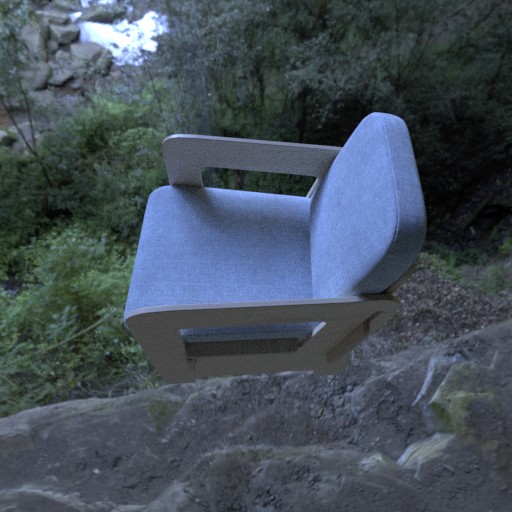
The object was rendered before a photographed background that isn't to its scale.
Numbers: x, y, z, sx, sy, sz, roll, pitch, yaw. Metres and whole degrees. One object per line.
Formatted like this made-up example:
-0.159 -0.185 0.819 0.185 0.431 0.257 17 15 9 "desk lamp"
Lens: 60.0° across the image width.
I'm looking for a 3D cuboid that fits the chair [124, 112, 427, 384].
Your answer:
0.000 0.000 1.303 0.710 0.800 0.590 2 58 1 "chair"
